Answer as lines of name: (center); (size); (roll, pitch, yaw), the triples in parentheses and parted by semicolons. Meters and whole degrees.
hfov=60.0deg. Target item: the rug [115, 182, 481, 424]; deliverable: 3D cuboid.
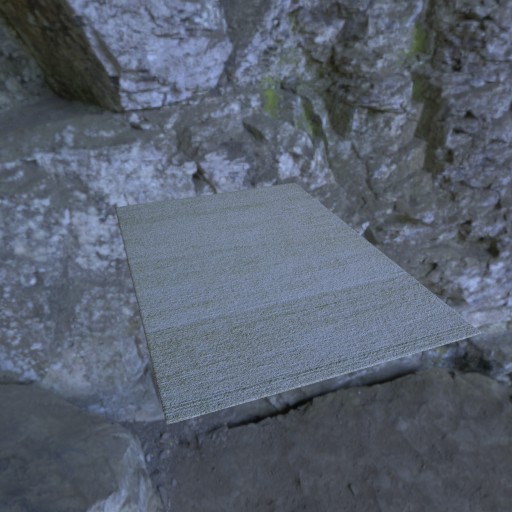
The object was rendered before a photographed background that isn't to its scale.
rug: (0.000, 0.000, 5.072); (2.782, 0.025, 3.935); (-11, 32, -18)
